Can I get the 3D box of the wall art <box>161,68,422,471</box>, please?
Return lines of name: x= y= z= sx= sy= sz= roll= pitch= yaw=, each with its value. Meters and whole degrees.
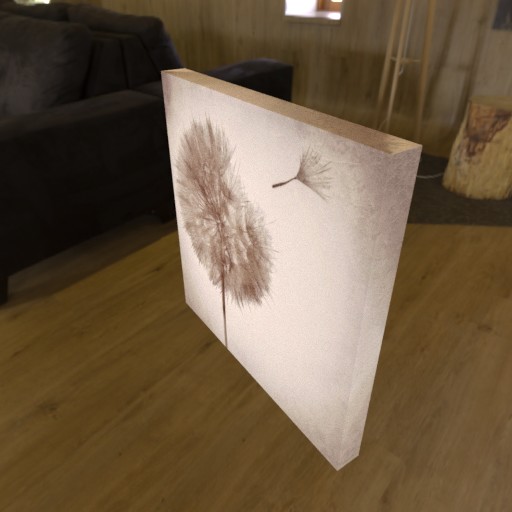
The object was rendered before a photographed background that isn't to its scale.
wall art: x=0.000 y=0.000 z=0.440 sx=0.028 sy=0.303 sz=0.303 roll=-21 pitch=38 yaw=-29
